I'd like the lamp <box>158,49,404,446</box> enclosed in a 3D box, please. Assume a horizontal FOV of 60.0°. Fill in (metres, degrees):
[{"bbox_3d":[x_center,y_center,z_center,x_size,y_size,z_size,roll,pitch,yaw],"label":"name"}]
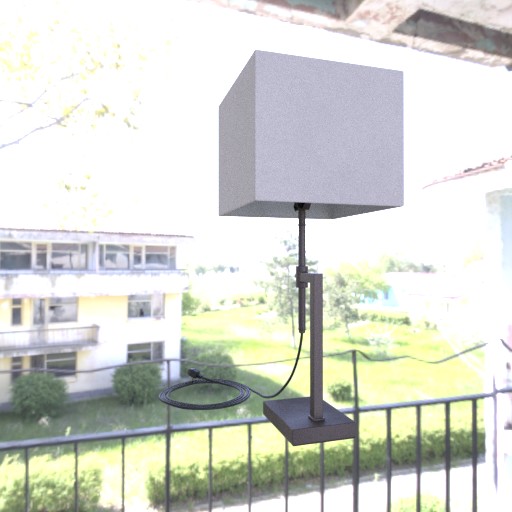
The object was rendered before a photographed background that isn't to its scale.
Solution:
[{"bbox_3d":[0.000,0.000,0.972,0.399,0.660,0.504,0,0,-17],"label":"lamp"}]
